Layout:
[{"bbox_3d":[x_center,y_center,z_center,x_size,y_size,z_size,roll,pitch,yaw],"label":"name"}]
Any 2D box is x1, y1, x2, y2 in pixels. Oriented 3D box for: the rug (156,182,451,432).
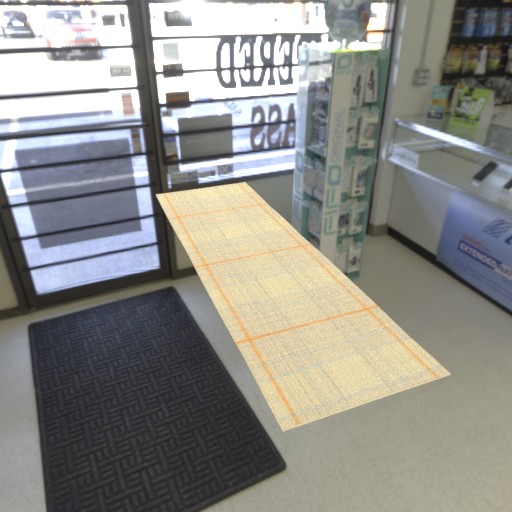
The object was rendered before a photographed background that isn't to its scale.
[{"bbox_3d":[0.000,0.000,2.697,0.770,0.016,2.442,-11,31,-19],"label":"rug"}]
